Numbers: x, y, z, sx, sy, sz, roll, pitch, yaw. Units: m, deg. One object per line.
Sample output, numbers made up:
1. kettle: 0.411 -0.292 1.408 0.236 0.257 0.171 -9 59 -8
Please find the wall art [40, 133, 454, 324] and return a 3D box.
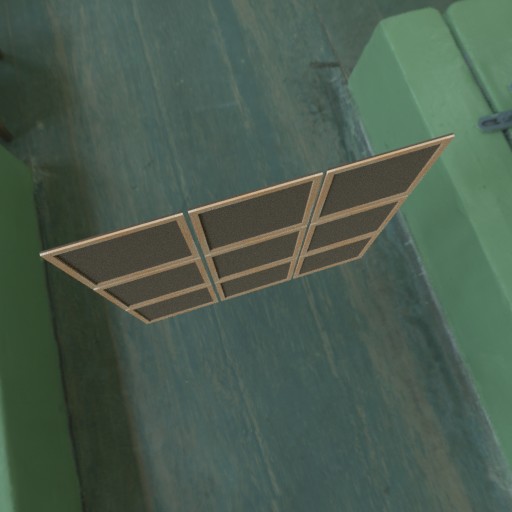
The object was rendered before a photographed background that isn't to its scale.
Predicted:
1. wall art: 0.000 0.000 1.824 1.216 1.218 0.013 -17 74 -5
